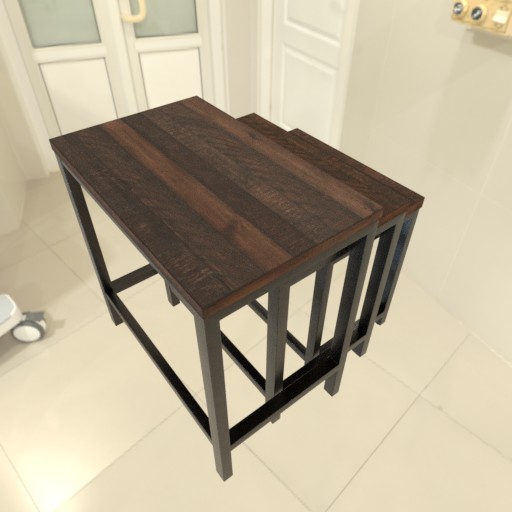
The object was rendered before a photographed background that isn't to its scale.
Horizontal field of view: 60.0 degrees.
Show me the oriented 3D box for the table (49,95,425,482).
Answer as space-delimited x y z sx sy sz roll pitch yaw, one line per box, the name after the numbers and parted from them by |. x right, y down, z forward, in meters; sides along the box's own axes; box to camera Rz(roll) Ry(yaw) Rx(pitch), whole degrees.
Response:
0.000 0.000 1.135 0.660 0.616 0.608 -28 49 -27 | table
